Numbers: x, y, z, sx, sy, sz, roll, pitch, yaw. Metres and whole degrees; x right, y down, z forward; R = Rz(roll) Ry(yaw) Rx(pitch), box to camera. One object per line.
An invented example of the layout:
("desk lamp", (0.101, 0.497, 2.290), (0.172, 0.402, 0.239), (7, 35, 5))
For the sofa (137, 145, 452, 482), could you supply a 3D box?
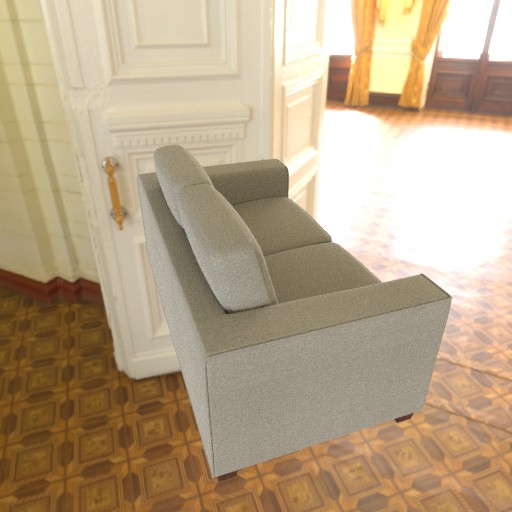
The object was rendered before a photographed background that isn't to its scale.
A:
("sofa", (0.000, 0.000, 2.393), (1.007, 0.924, 1.812), (-10, 32, -17))
